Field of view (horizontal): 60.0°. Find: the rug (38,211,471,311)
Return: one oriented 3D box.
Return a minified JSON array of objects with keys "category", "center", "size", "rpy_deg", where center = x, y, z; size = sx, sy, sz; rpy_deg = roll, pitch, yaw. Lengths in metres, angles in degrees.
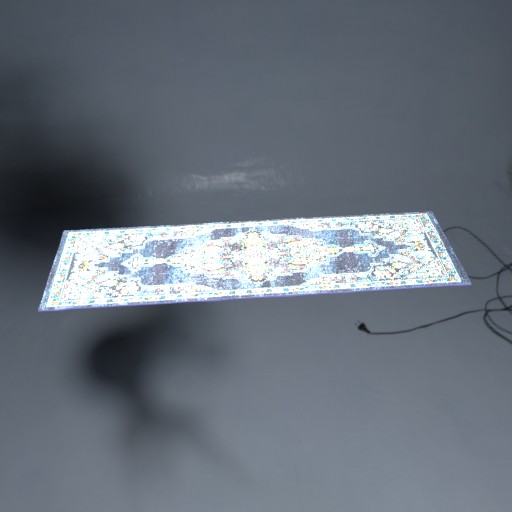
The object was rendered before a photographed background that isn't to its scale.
[{"category":"rug","center":[0.000,0.000,2.526],"size":[2.283,0.016,0.602],"rpy_deg":[-3,47,-3]}]
